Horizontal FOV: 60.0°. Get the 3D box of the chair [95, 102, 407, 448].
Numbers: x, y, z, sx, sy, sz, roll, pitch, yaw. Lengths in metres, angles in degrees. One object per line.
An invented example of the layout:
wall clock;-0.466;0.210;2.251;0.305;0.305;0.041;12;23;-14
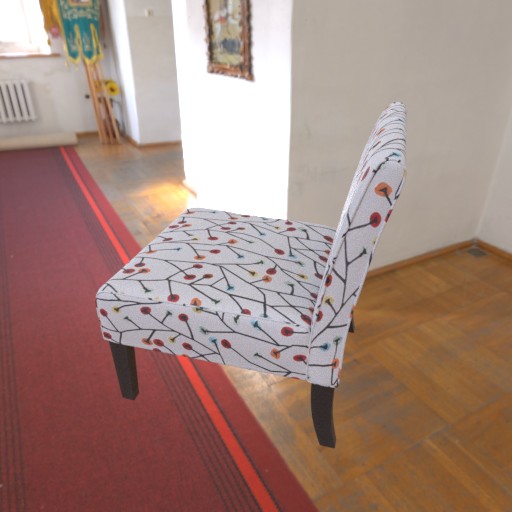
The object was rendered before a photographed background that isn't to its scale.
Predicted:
chair;0.000;0.000;1.305;0.732;0.813;0.597;8;30;14
